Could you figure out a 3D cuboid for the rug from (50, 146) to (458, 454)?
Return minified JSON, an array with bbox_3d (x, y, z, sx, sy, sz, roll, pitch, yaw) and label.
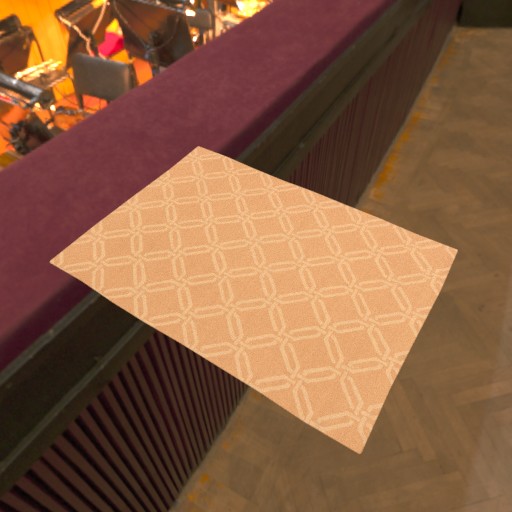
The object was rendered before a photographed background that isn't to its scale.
[{"bbox_3d":[0.000,0.000,2.813,2.135,0.013,1.524,26,53,22],"label":"rug"}]
